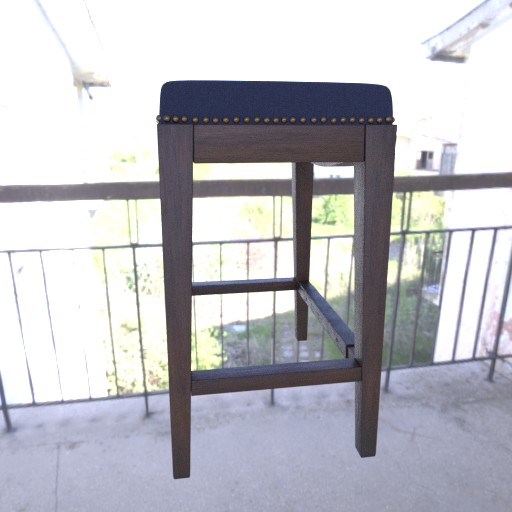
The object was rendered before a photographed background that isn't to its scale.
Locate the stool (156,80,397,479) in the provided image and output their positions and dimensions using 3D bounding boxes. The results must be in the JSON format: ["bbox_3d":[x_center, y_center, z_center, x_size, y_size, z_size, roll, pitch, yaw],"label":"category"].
[{"bbox_3d":[0.000,0.000,0.927,0.361,0.642,0.500,-2,16,-9],"label":"stool"}]
